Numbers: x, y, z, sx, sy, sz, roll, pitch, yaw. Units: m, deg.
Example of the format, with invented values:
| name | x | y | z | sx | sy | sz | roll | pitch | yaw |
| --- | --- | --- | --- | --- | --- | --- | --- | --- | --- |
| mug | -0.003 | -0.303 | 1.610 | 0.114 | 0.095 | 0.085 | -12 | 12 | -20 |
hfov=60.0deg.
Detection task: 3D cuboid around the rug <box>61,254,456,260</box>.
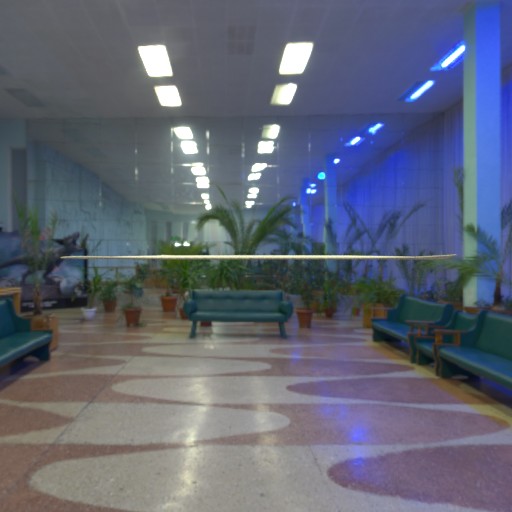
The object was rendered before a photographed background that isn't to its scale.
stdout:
| name | x | y | z | sx | sy | sz | roll | pitch | yaw |
| --- | --- | --- | --- | --- | --- | --- | --- | --- | --- |
| rug | 0.000 | 0.000 | 3.981 | 2.277 | 0.035 | 2.897 | 0 | 0 | -1 |
